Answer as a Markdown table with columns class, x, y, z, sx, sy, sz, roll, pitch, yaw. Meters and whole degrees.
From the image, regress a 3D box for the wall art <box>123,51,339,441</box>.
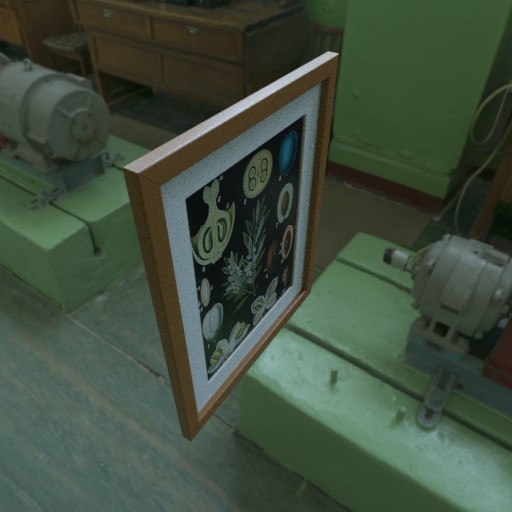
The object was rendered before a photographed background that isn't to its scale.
| class | x | y | z | sx | sy | sz | roll | pitch | yaw |
| --- | --- | --- | --- | --- | --- | --- | --- | --- | --- |
| wall art | 0.000 | 0.000 | 0.757 | 0.021 | 0.550 | 0.449 | 24 | 46 | 25 |
